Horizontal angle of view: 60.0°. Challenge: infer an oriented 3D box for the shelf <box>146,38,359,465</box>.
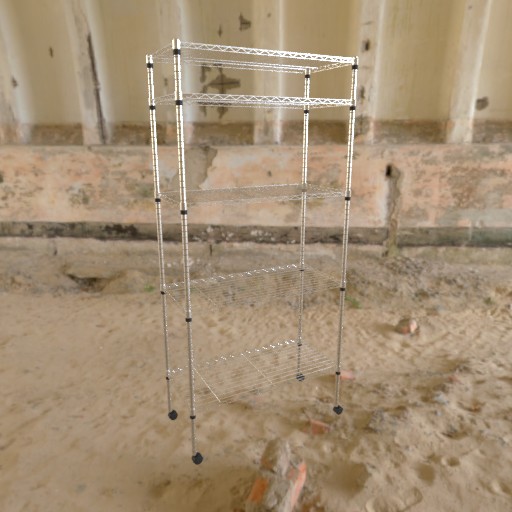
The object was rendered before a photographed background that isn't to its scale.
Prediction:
[{"bbox_3d":[0.000,0.000,1.908,0.762,1.587,0.356,-8,17,-27],"label":"shelf"}]
